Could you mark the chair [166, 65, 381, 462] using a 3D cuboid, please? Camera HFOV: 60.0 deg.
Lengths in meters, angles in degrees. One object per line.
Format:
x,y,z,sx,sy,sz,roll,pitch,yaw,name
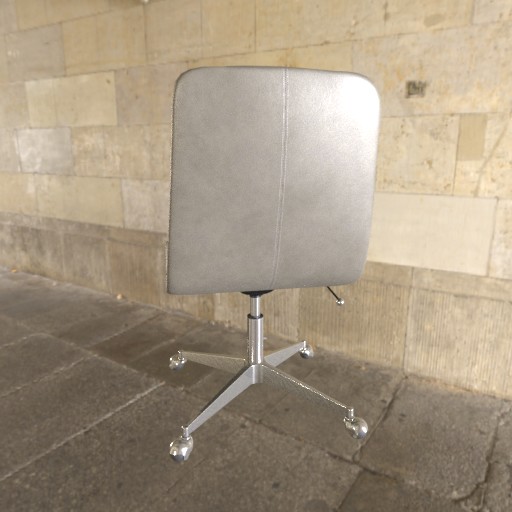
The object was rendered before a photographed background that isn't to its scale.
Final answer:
0.000,0.000,1.008,0.422,0.738,0.485,-3,14,-11,chair
